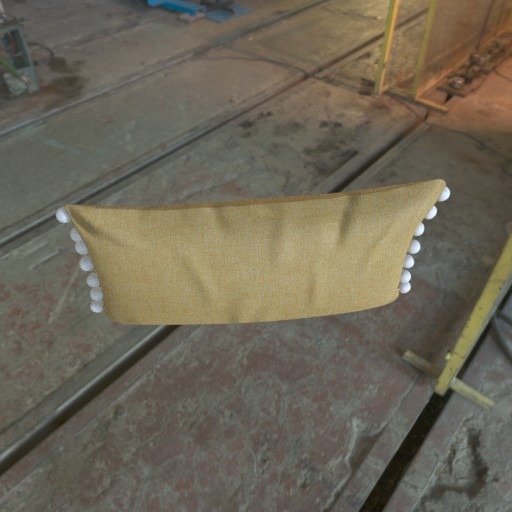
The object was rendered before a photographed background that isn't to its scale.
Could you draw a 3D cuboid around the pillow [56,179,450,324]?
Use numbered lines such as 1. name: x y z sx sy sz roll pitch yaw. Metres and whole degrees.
1. pillow: 0.000 0.000 0.864 0.709 0.322 0.201 -3 46 -3
